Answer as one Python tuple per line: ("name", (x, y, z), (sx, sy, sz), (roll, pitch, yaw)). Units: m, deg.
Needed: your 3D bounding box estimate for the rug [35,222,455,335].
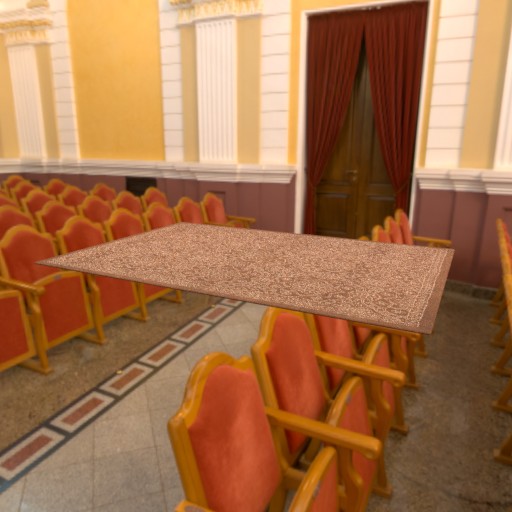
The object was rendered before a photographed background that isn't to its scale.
("rug", (0.000, 0.000, 2.878), (2.286, 0.011, 1.524), (7, 17, 26))
